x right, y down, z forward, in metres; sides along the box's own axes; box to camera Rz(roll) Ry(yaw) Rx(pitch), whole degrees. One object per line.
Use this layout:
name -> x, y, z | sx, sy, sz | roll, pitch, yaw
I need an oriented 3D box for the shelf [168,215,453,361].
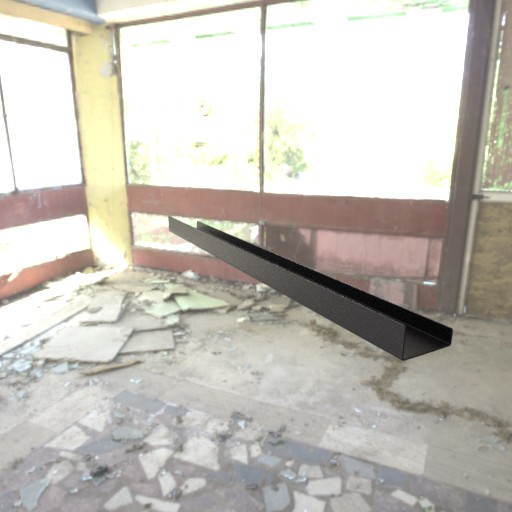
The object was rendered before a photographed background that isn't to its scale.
shelf -> 0.000, 0.000, 0.960 | 0.092, 0.049, 0.924 | -8, 17, -28
